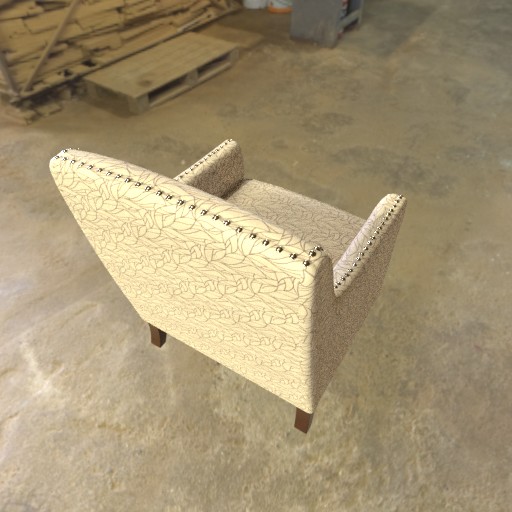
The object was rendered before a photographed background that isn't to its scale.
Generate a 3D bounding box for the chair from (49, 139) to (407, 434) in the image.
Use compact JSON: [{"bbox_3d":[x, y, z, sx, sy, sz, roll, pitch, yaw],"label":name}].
[{"bbox_3d":[0.000,0.000,1.254,0.623,0.816,0.651,24,49,22],"label":"chair"}]
